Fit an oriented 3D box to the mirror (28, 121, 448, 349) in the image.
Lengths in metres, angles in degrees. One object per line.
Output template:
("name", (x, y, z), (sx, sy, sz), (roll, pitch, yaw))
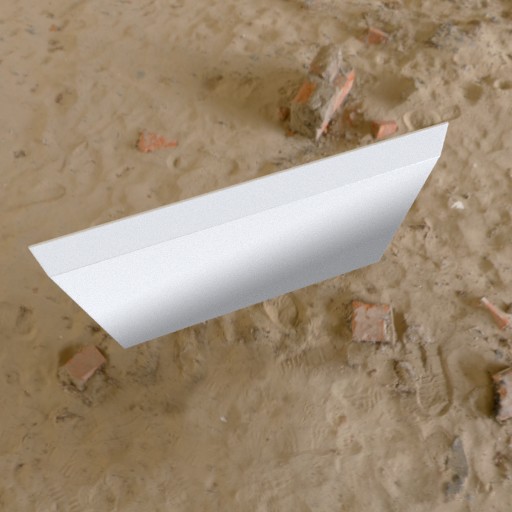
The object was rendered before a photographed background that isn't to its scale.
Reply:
("mirror", (0.000, 0.000, 1.147), (0.870, 0.630, 0.030), (-18, 65, -9))
